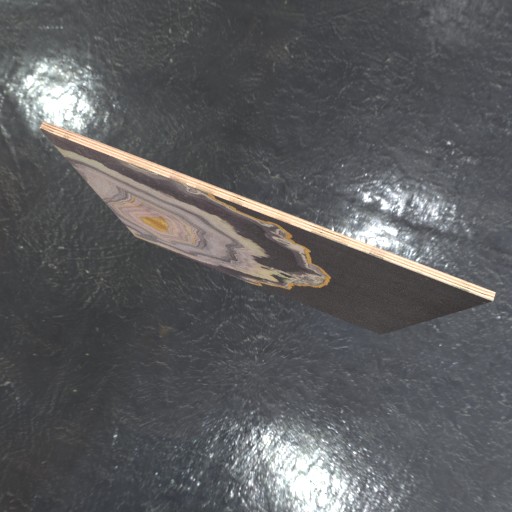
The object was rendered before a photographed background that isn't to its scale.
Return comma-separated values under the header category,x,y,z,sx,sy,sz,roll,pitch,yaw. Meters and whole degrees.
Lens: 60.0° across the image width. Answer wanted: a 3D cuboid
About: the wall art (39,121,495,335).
category,x,y,z,sx,sy,sz,roll,pitch,yaw
wall art,0.000,0.000,0.659,0.508,0.408,0.010,21,76,5
